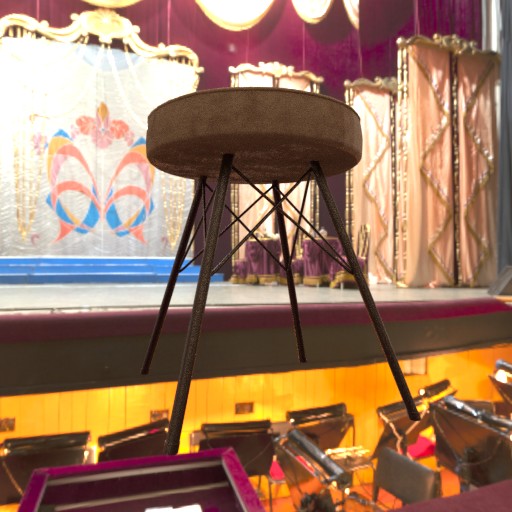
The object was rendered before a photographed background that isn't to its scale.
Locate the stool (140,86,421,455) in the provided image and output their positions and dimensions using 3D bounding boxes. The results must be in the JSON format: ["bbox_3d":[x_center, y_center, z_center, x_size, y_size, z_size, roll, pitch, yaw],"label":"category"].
[{"bbox_3d":[0.000,0.000,0.872,0.423,0.538,0.457,0,-1,-19],"label":"stool"}]
